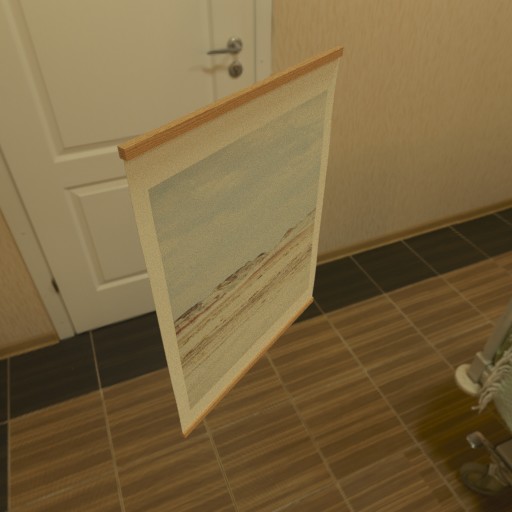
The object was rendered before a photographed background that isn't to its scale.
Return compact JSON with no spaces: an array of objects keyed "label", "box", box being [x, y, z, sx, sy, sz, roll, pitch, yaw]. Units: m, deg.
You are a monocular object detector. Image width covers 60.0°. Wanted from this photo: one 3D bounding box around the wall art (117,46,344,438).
[{"label":"wall art","box":[0.000,0.000,0.795,0.011,0.605,0.458,27,47,28]}]
